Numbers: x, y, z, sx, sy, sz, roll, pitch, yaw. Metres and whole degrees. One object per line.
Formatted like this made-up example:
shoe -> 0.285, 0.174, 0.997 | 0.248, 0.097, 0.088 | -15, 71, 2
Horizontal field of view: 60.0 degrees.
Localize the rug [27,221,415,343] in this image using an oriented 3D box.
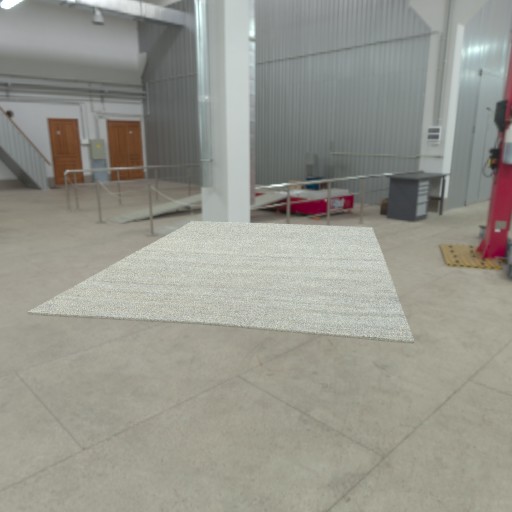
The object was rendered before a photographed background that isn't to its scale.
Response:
rug -> 0.000, 0.000, 2.865 | 1.624, 0.030, 2.264 | 3, 15, 10
